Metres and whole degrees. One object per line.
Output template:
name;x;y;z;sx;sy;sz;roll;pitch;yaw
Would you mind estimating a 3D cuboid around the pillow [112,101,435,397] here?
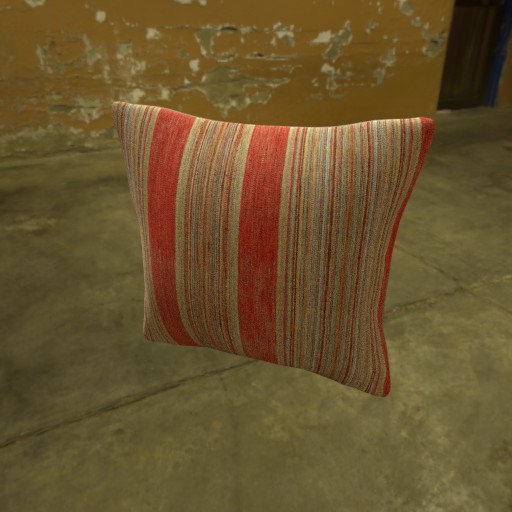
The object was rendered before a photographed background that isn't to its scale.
pillow;0.000;0.000;0.654;0.437;0.419;0.136;9;28;17
